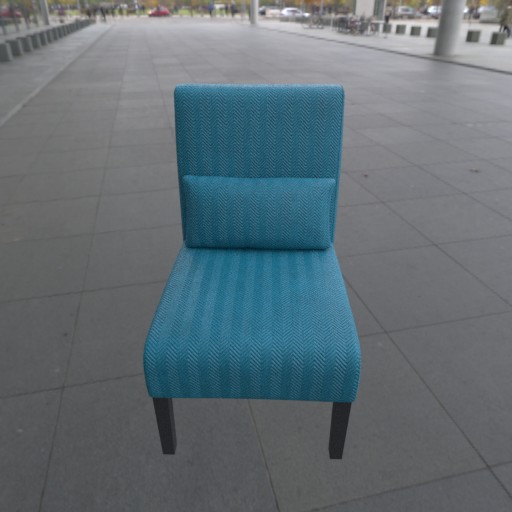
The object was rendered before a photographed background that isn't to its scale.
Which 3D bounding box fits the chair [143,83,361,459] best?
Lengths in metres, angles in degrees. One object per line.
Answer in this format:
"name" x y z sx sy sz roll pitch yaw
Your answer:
"chair" 0.000 0.000 1.404 0.579 0.927 0.808 1 29 2
